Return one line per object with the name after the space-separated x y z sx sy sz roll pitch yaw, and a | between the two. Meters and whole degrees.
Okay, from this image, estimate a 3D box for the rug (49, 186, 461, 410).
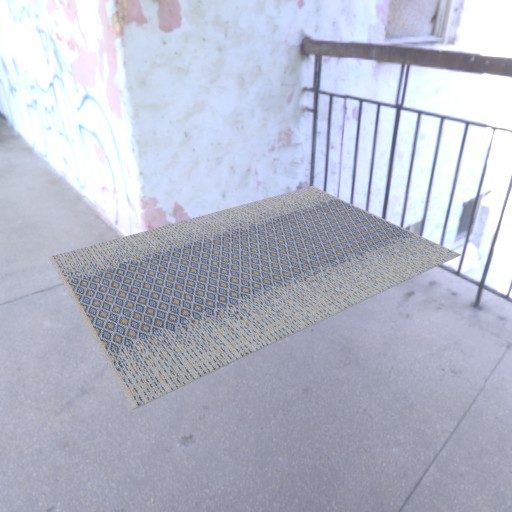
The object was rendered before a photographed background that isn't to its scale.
0.000 0.000 2.357 1.828 0.005 1.219 -19 35 -29 | rug
